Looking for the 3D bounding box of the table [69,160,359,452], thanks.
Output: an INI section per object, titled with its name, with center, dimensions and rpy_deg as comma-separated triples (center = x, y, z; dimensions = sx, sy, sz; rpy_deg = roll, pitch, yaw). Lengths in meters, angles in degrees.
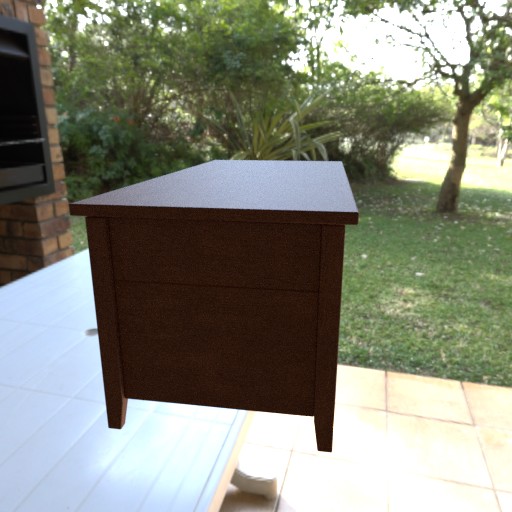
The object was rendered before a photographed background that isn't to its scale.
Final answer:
[table]
center = 0.000, 0.000, 1.261
dimensions = 0.483, 0.457, 1.016
rpy_deg = 3, 17, 9
